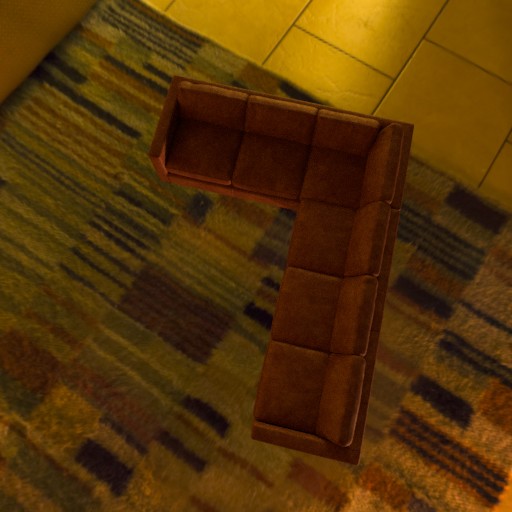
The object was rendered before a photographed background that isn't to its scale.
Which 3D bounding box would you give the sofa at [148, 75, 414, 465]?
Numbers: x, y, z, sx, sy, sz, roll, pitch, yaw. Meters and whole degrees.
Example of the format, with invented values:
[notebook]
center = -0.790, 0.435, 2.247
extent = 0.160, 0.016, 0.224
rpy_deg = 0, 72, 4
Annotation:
[sofa]
center = 0.000, 0.000, 4.260
extent = 2.438, 0.838, 3.150
rpy_deg = 13, 76, 3
